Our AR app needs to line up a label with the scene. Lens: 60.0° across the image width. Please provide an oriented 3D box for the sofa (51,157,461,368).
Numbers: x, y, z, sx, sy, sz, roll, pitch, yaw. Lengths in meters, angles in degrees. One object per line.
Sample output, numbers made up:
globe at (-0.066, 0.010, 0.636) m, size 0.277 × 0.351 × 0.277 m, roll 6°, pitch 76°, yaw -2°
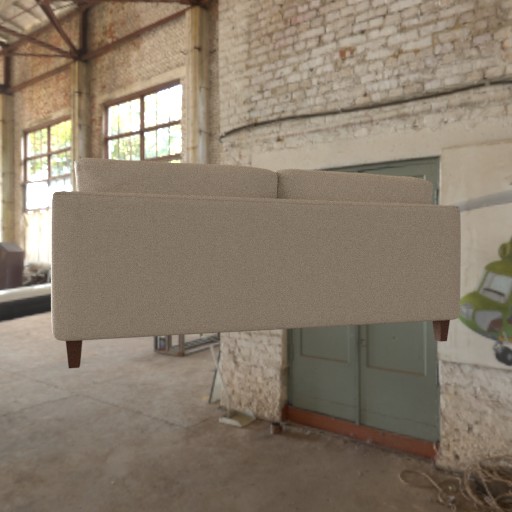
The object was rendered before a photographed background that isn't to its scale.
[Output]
sofa at (0.000, 0.000, 2.467) m, size 1.981 × 0.889 × 0.965 m, roll 0°, pitch 1°, yaw -17°
